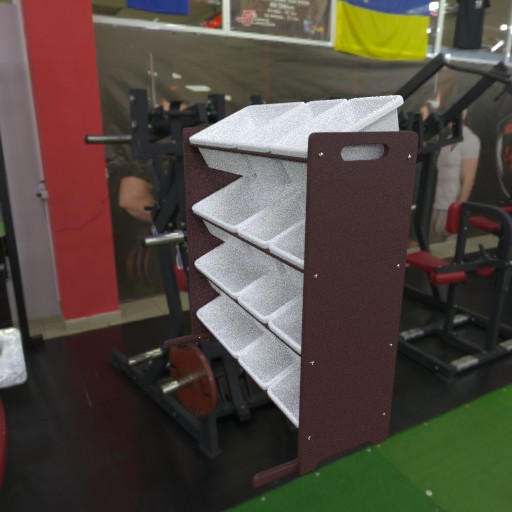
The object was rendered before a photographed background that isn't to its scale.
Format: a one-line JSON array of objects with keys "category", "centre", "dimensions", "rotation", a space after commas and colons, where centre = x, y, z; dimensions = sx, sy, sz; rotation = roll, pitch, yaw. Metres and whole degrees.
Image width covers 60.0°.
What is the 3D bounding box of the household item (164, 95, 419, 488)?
[{"category": "household item", "centre": [0.000, 0.000, 1.303], "dimensions": [0.389, 0.864, 0.787], "rotation": [-8, 19, -26]}]
